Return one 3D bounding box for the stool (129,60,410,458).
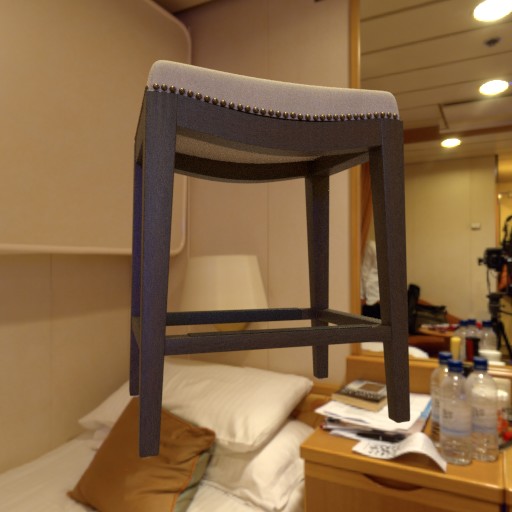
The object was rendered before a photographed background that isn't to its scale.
[{"bbox_3d":[0.000,0.000,0.939,0.500,0.642,0.361,0,-1,-18],"label":"stool"}]
